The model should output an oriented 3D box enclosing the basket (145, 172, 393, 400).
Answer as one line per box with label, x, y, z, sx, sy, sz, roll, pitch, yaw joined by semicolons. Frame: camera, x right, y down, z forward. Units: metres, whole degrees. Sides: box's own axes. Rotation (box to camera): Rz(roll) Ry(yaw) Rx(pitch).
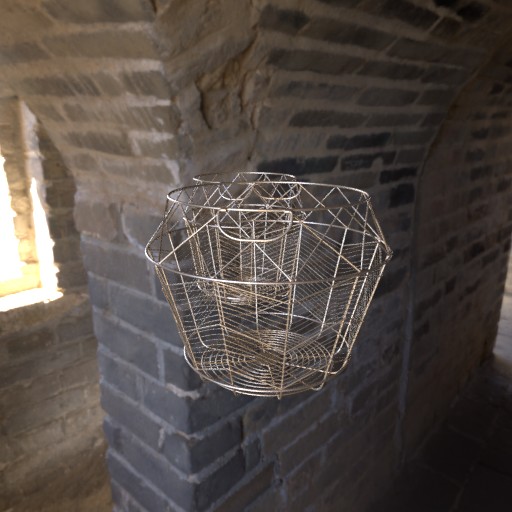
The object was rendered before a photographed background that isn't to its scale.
basket;0.000;0.000;1.026;0.451;0.343;0.805;-2;16;-7
